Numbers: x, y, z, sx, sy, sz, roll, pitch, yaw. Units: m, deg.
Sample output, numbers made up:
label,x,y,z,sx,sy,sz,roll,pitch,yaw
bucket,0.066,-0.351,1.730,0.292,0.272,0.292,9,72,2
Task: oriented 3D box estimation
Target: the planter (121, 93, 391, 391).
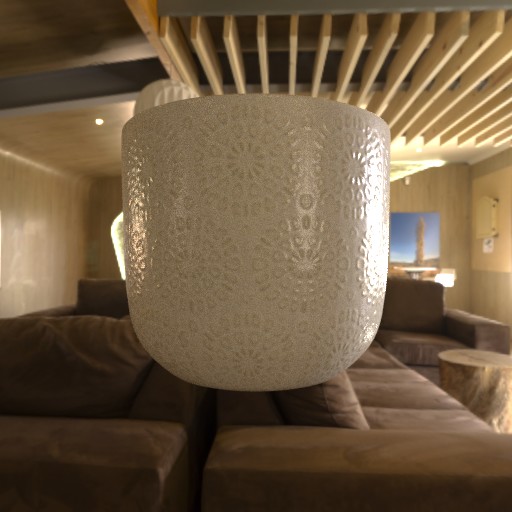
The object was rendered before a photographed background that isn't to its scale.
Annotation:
label,x,y,z,sx,sy,sz,roll,pitch,yaw
planter,0.000,0.000,0.292,0.170,0.152,0.170,0,-1,0
